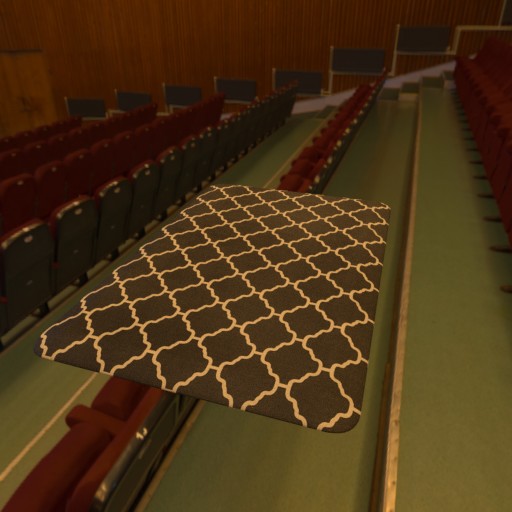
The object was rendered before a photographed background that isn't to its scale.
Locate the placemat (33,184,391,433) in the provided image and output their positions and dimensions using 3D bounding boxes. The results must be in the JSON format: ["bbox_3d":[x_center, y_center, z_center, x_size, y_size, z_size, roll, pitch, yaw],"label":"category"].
[{"bbox_3d":[0.000,0.000,0.923,0.508,0.021,0.762,9,31,16],"label":"placemat"}]
